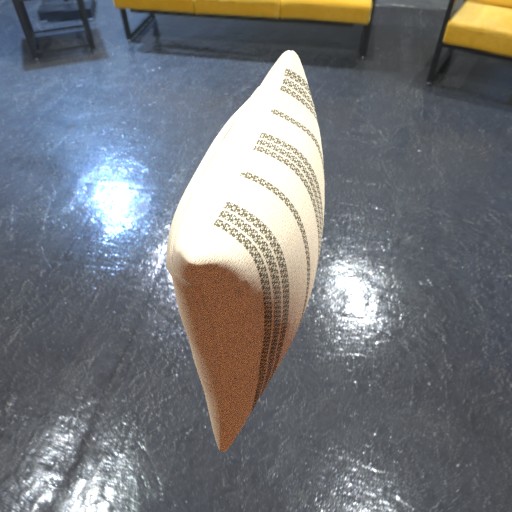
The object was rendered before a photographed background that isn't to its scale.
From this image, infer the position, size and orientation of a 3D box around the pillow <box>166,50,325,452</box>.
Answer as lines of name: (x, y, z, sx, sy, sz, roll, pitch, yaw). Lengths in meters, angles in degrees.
pillow: (0.000, 0.000, 0.618, 0.173, 0.406, 0.405, 10, 48, 9)
